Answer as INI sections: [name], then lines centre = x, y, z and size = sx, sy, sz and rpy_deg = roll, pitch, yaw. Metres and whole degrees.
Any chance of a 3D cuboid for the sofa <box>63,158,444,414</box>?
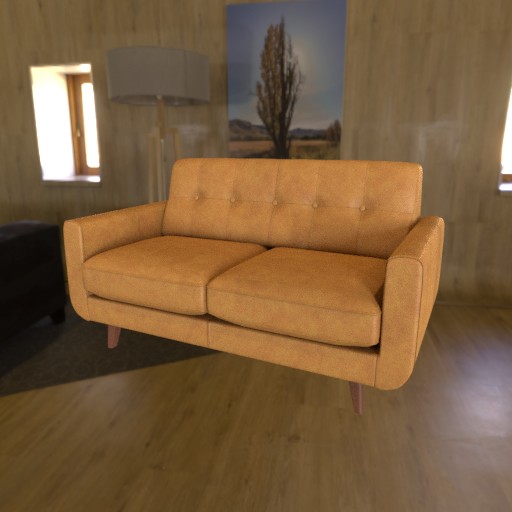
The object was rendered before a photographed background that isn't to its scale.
[sofa]
centre = 0.000, 0.000, 2.202
size = 1.651, 0.925, 0.952
rpy_deg = 7, 16, 26
